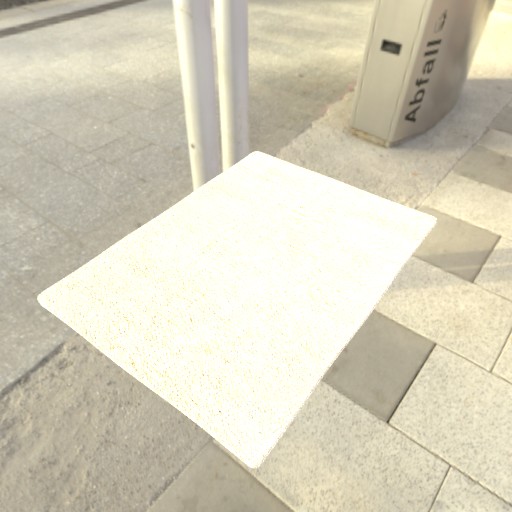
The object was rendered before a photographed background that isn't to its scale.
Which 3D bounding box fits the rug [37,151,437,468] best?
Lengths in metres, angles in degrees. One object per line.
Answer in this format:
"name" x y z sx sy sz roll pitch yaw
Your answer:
"rug" 0.000 0.000 2.128 1.200 0.027 1.600 27 49 26
